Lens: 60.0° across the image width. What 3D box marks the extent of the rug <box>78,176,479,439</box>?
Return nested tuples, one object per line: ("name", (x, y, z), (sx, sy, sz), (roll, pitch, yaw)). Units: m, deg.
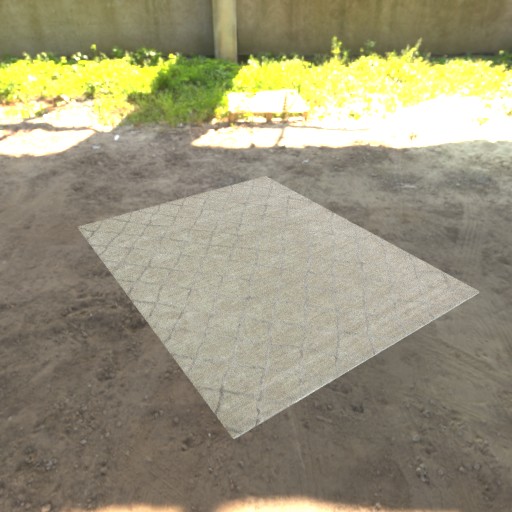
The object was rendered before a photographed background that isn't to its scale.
("rug", (0.000, 0.000, 4.158), (2.420, 0.019, 3.038), (-20, 38, -29))
